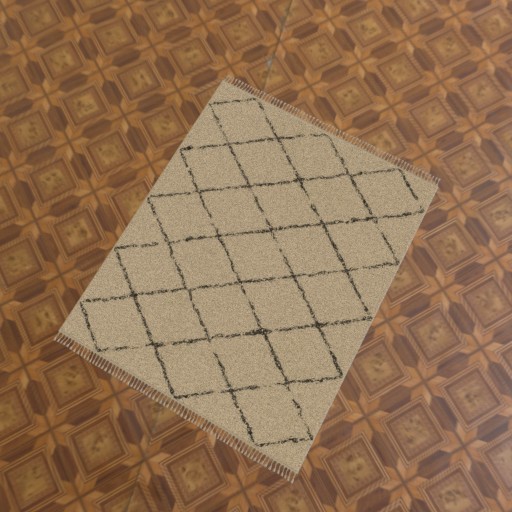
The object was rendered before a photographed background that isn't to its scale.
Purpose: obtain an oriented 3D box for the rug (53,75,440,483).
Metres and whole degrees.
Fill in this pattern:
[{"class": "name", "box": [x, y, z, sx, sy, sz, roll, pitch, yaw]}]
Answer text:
[{"class": "rug", "box": [0.000, 0.000, 4.064, 2.380, 0.013, 3.051, 28, 78, 7]}]
